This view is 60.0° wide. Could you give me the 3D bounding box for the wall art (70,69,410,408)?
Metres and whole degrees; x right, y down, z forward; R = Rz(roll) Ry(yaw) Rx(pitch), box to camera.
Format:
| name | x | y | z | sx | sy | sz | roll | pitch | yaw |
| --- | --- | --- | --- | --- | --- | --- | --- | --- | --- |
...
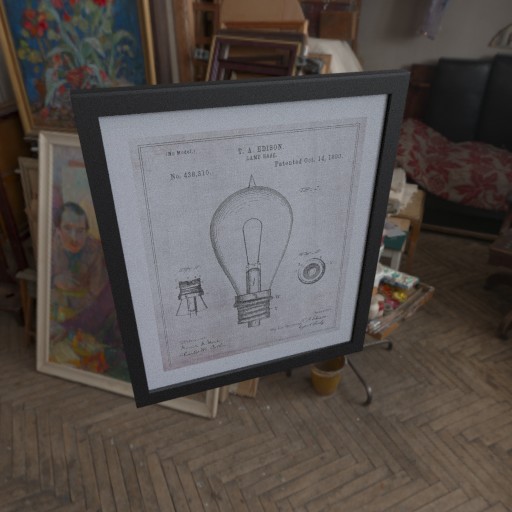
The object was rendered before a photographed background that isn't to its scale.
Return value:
| name | x | y | z | sx | sy | sz | roll | pitch | yaw |
| --- | --- | --- | --- | --- | --- | --- | --- | --- | --- |
| wall art | 0.000 | 0.000 | 0.678 | 0.430 | 0.509 | 0.021 | -10 | 33 | -16 |
